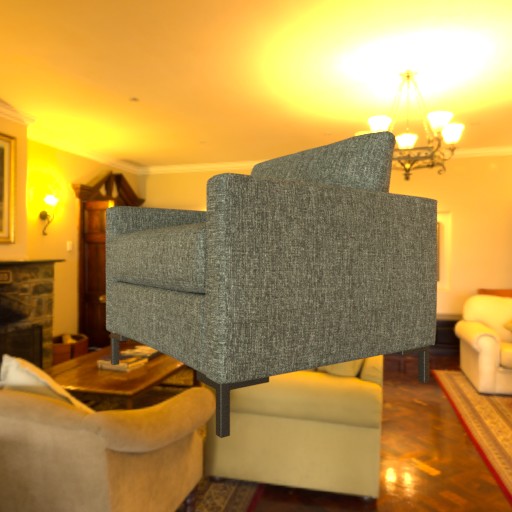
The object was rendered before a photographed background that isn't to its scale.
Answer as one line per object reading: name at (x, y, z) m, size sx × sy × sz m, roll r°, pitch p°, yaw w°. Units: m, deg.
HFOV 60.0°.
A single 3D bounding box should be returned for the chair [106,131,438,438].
chair at (0.000, 0.000, 1.633) m, size 0.866 × 0.861 × 0.963 m, roll 0°, pitch 0°, yaw -35°
